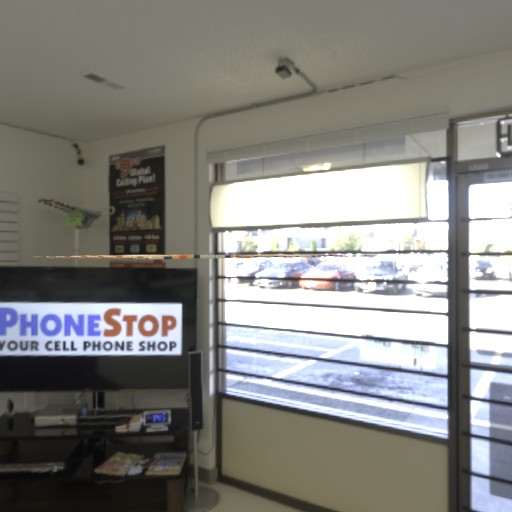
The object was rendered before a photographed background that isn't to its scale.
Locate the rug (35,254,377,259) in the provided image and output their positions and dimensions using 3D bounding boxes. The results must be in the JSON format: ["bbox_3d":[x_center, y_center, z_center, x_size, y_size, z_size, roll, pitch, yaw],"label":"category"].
[{"bbox_3d":[0.000,0.000,2.732,0.695,0.017,2.455,0,0,35],"label":"rug"}]
